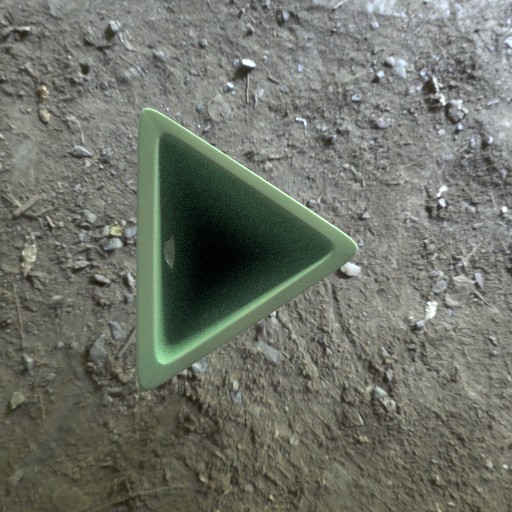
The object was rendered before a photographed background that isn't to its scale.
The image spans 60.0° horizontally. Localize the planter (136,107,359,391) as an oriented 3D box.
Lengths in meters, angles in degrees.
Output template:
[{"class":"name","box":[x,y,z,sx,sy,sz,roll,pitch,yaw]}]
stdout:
[{"class":"planter","box":[0.000,0.000,0.212,0.064,0.178,0.080,0,89,2]}]
